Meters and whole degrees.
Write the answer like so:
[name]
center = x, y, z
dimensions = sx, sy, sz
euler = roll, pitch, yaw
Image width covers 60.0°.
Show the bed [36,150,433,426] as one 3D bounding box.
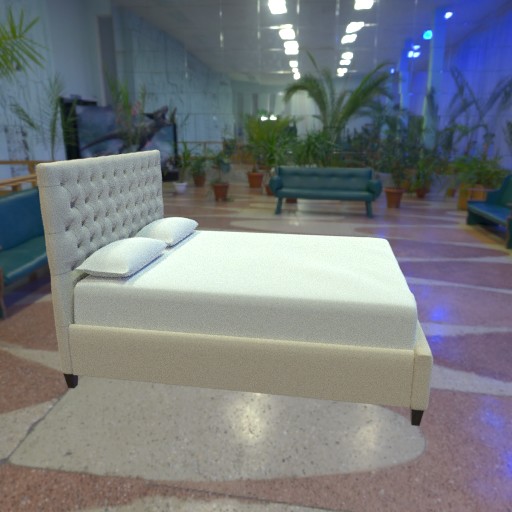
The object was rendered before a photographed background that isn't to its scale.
[bed]
center = 0.000, 0.000, 3.254
dimensions = 2.233, 1.426, 1.696
euler = 3, 16, 10
